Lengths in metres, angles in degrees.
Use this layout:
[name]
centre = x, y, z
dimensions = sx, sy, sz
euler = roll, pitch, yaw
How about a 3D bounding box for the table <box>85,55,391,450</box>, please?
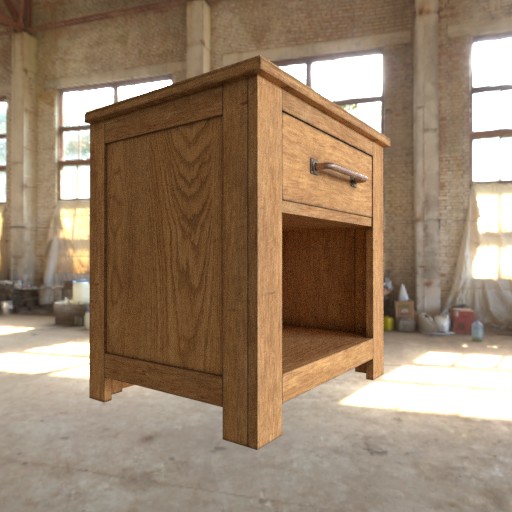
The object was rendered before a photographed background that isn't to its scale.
[table]
centre = 0.000, 0.000, 1.065
dimensions = 0.494, 0.625, 0.601
euler = 0, 0, 36
